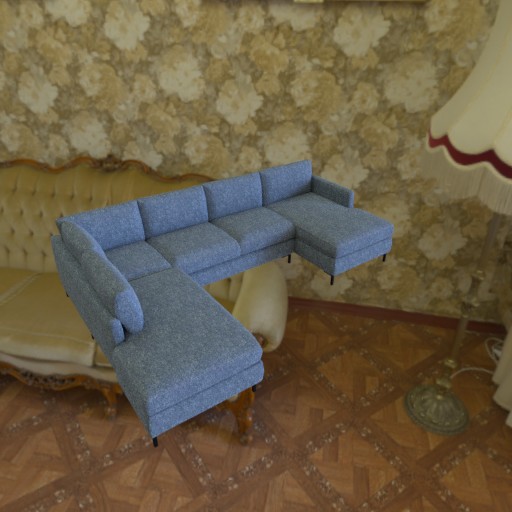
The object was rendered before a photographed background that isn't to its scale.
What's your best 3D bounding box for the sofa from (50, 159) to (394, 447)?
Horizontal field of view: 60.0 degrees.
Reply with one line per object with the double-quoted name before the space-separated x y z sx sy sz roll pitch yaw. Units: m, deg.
"sofa" 0.000 0.000 3.604 2.737 0.756 1.879 -20 35 -30
